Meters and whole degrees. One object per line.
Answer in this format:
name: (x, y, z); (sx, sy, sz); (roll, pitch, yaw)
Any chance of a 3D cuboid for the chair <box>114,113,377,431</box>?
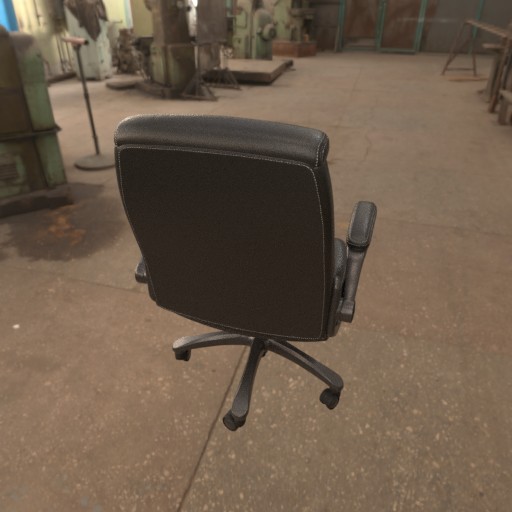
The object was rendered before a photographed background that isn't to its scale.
chair: (0.000, 0.000, 1.590); (0.782, 1.110, 0.724); (9, 32, 15)
